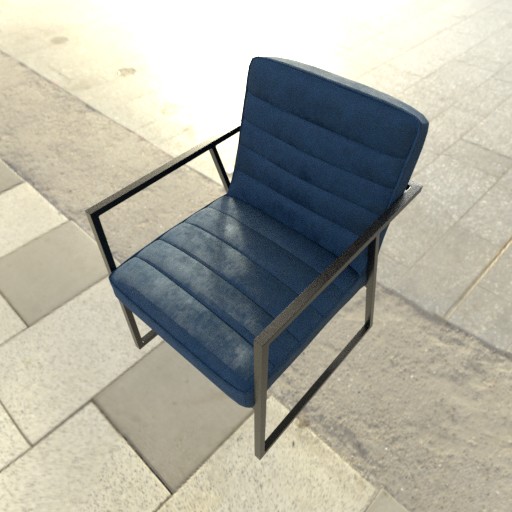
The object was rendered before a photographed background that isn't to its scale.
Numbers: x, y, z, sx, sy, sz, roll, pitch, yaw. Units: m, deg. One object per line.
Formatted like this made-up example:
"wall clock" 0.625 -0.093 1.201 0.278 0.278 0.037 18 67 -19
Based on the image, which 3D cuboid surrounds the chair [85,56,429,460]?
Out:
"chair" 0.000 0.000 1.251 0.571 0.833 0.677 33 56 27
